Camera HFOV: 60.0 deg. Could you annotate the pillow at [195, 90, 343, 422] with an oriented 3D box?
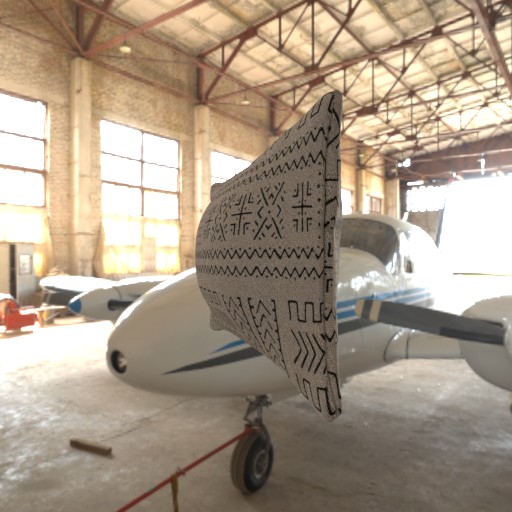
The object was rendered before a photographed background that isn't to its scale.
[{"bbox_3d":[0.000,0.000,0.765,0.188,0.352,0.637,0,0,-17],"label":"pillow"}]
